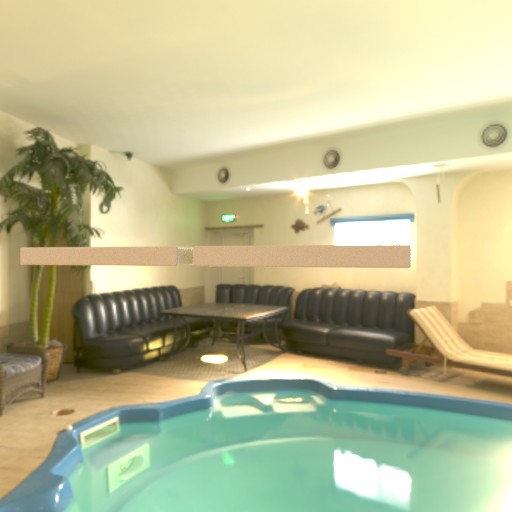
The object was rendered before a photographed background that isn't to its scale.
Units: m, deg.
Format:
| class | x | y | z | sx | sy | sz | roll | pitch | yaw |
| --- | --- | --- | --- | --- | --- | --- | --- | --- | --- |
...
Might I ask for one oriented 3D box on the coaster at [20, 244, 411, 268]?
| class | x | y | z | sx | sy | sz | roll | pitch | yaw |
| --- | --- | --- | --- | --- | --- | --- | --- | --- | --- |
| coaster | 0.000 | 0.000 | 0.324 | 0.214 | 0.010 | 0.219 | 0 | 0 | 19 |
